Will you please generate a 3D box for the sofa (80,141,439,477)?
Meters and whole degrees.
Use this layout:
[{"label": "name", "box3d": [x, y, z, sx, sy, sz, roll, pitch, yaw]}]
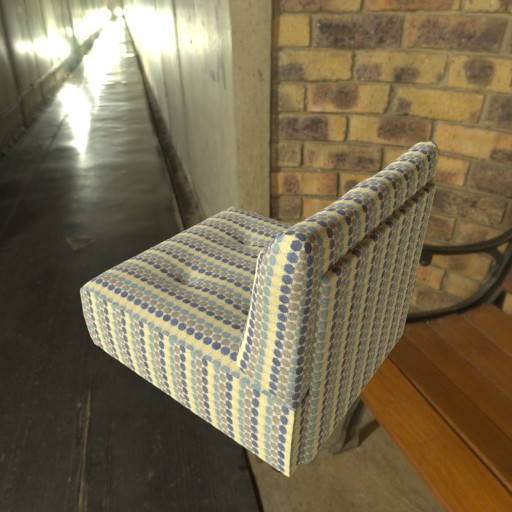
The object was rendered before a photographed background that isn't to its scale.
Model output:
[{"label": "sofa", "box3d": [0.000, 0.000, 1.680, 1.000, 0.830, 0.930, 22, 37, 31]}]
